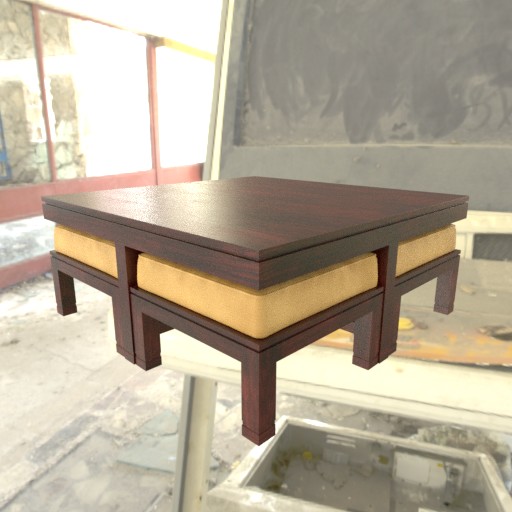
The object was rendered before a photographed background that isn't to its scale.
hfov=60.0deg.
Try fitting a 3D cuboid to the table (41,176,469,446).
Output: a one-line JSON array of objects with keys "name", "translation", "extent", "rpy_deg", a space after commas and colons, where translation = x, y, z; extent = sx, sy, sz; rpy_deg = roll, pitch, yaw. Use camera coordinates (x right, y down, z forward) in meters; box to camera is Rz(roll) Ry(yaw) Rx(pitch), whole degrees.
[{"name": "table", "translation": [0.000, 0.000, 1.313], "extent": [0.865, 0.356, 0.865], "rpy_deg": [15, 21, 43]}]
